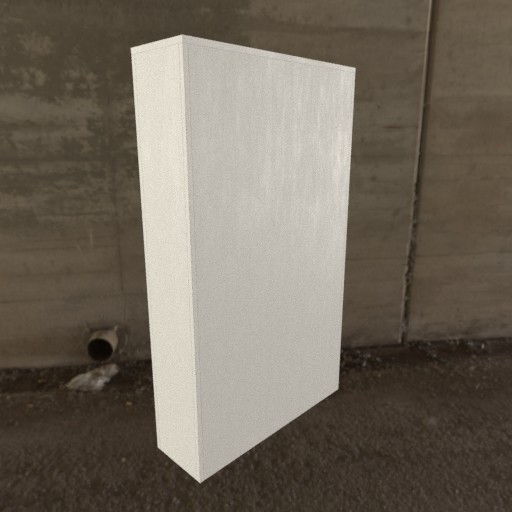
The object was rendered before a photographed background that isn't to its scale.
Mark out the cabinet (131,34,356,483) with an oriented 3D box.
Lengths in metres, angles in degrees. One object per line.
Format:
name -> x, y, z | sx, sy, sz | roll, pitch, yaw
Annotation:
cabinet -> 0.000, 0.000, 1.560 | 0.250, 1.280, 0.750 | 14, 21, 43
